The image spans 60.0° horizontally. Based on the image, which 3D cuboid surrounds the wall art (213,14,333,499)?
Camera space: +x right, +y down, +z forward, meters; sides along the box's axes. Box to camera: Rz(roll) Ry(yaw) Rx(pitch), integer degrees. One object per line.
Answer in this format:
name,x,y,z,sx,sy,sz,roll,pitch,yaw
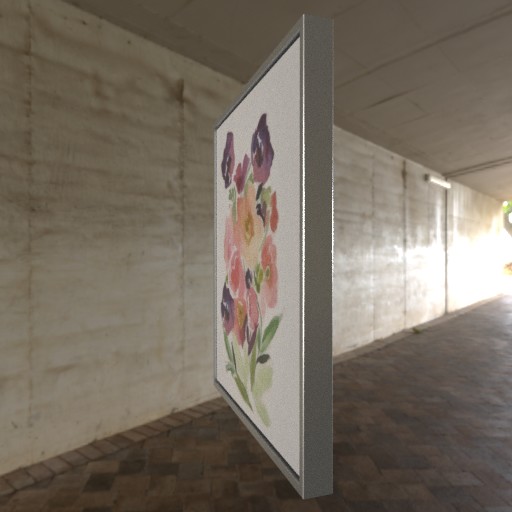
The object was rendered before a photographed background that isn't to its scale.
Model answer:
wall art,0.000,0.000,0.722,0.038,0.549,0.452,0,1,-18
